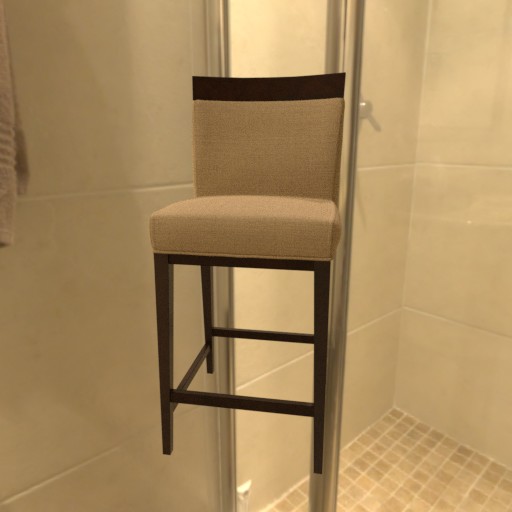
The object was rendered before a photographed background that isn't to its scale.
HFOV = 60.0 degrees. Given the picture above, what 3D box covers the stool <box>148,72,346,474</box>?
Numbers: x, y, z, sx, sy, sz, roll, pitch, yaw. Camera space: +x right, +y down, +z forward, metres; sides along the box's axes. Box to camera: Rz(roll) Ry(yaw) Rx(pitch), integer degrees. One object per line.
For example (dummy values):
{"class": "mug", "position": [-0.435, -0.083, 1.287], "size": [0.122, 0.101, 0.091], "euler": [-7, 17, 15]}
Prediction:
{"class": "stool", "position": [0.000, 0.000, 1.392], "size": [0.511, 1.117, 0.531], "euler": [3, 15, 10]}
